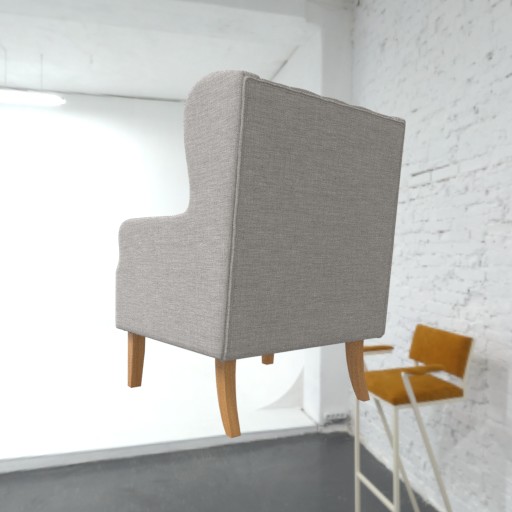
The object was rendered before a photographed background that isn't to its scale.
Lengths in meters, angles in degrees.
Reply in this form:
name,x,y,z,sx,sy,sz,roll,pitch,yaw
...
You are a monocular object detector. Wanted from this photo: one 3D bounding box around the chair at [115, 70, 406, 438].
name,x,y,z,sx,sy,sz,roll,pitch,yaw
chair,0.000,0.000,1.499,0.710,0.930,0.760,0,-1,-36
